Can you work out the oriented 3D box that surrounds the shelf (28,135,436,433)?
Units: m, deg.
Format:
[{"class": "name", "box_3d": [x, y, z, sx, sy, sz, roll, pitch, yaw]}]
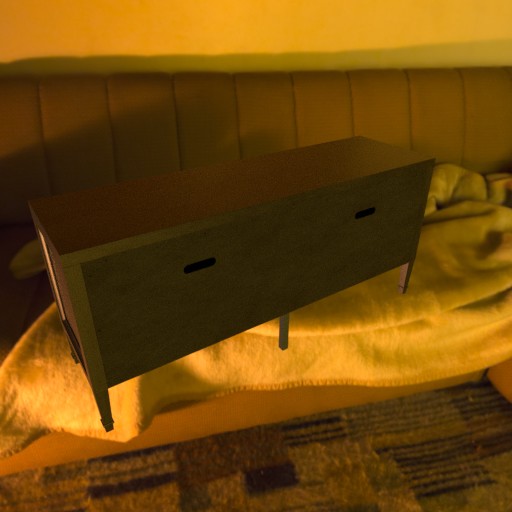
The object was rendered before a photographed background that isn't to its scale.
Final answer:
[{"class": "shelf", "box_3d": [0.000, 0.000, 1.908, 1.575, 0.719, 0.479, -18, 34, -29]}]
